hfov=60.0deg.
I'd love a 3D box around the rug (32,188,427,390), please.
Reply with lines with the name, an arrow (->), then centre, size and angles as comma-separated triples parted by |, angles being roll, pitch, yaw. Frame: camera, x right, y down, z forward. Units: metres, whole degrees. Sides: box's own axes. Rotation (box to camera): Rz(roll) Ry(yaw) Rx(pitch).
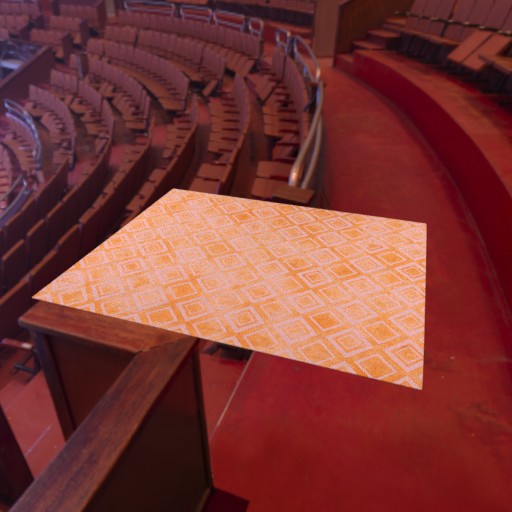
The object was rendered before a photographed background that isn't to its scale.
rug -> 0.000, 0.000, 4.181 | 3.037, 0.011, 2.433 | 10, 32, 16
